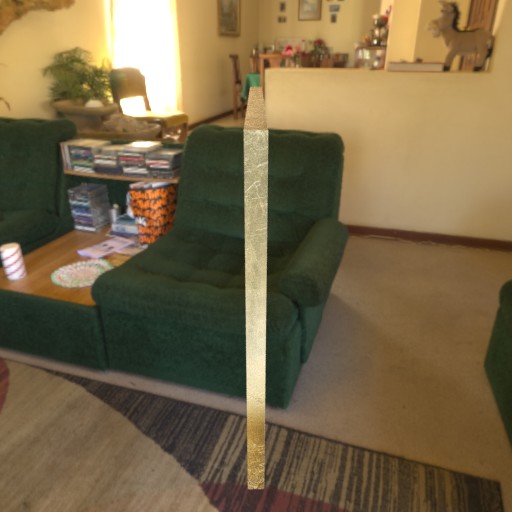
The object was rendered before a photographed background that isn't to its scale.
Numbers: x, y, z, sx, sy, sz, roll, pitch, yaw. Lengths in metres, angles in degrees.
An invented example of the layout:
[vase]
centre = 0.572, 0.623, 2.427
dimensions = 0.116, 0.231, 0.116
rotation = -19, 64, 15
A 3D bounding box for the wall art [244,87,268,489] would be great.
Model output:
[wall art]
centre = 0.000, 0.000, 1.642
dimensions = 0.051, 1.091, 1.092
rotation = 0, 25, 0
